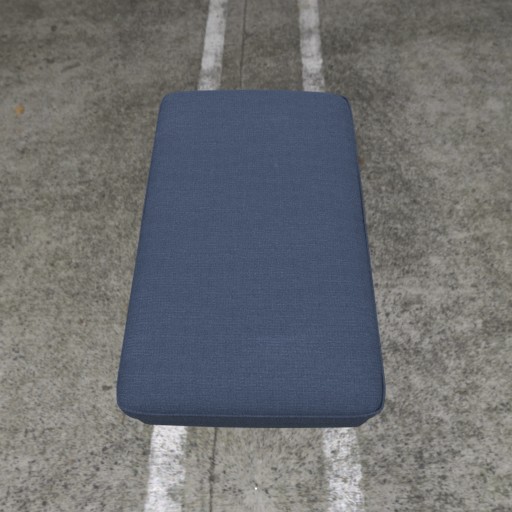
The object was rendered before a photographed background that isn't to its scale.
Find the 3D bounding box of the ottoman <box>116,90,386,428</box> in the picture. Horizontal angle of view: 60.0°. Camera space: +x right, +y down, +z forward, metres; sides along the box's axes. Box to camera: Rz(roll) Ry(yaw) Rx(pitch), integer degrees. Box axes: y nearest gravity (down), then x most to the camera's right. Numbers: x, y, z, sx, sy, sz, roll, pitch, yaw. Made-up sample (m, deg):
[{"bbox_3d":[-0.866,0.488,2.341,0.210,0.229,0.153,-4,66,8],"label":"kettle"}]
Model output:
[{"bbox_3d":[0.000,0.000,1.211,0.570,0.438,0.885,1,62,0],"label":"ottoman"}]
